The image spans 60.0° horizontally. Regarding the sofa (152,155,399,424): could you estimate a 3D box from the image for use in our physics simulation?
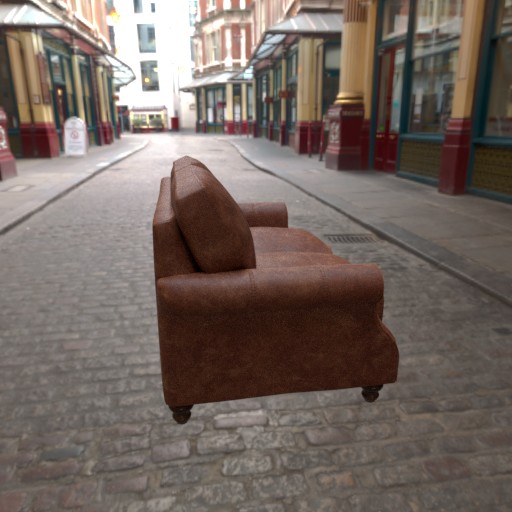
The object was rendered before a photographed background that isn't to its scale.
[{"bbox_3d":[0.000,0.000,2.341,0.990,0.967,1.616,-3,17,-10],"label":"sofa"}]
